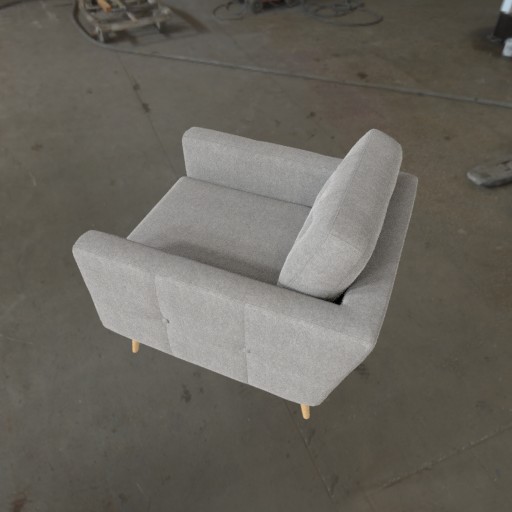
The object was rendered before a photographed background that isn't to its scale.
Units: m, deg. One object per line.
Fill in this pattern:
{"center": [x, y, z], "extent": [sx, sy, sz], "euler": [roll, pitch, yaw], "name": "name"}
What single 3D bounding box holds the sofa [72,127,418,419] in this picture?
{"center": [0.000, 0.000, 1.558], "extent": [0.920, 0.860, 0.770], "euler": [16, 48, 15], "name": "sofa"}
